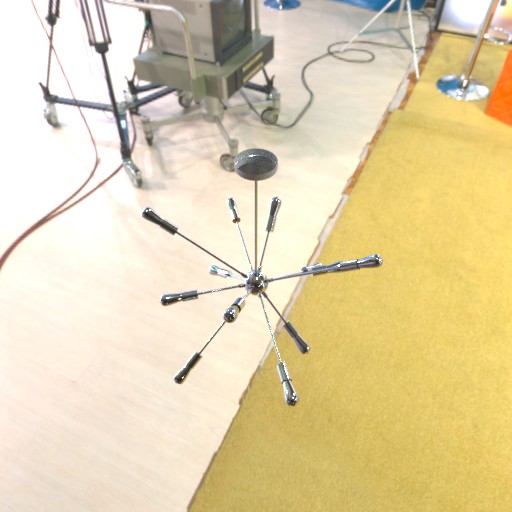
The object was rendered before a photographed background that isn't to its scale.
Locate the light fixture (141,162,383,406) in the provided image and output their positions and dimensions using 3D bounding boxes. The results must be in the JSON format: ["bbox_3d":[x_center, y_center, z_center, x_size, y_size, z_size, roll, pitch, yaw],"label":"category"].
[{"bbox_3d":[0.000,0.000,1.082,0.509,0.558,0.684,-10,49,-9],"label":"light fixture"}]
